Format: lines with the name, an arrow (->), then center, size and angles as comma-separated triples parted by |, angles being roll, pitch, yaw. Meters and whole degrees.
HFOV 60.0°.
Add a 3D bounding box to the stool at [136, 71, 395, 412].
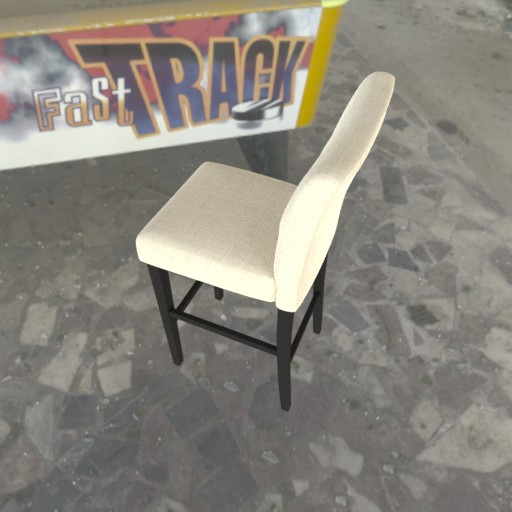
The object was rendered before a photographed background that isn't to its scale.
stool -> 0.000, 0.000, 1.460 | 0.603, 1.124, 0.516 | 17, 48, 16
